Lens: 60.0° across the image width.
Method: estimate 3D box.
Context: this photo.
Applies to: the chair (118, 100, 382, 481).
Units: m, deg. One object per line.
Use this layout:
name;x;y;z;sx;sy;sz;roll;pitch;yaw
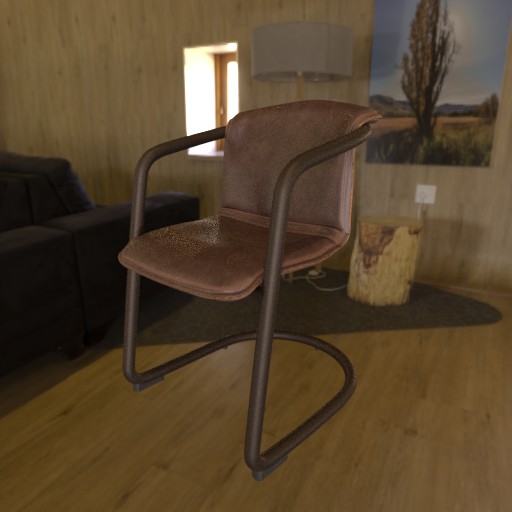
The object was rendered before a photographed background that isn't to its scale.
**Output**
chair;0.000;0.000;1.234;0.536;0.836;0.664;15;23;41
